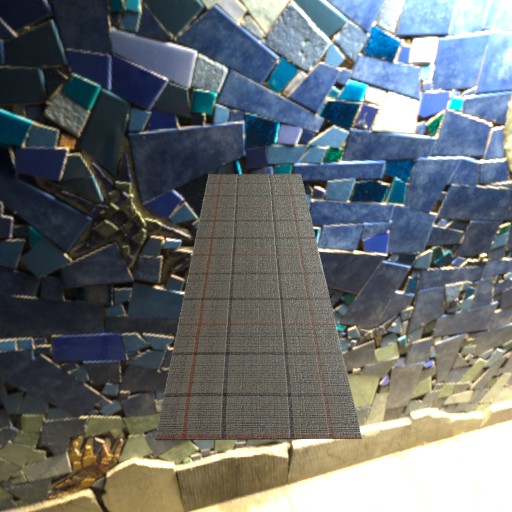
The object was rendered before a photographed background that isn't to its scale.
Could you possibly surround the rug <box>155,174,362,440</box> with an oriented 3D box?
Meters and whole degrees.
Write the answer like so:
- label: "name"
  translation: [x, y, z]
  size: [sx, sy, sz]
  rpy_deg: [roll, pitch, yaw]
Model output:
- label: "rug"
  translation: [0.000, 0.000, 2.646]
  size: [0.762, 0.008, 2.439]
  rpy_deg: [0, 34, 0]
